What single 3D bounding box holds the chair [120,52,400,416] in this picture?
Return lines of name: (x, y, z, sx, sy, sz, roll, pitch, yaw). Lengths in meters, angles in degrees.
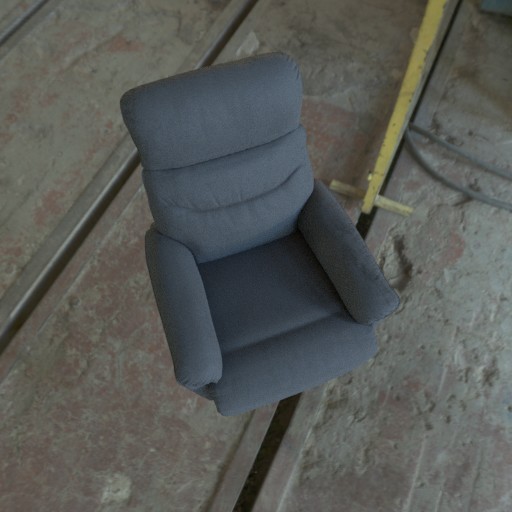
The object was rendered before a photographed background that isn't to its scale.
chair: (0.000, 0.000, 1.707, 0.820, 1.037, 1.004, -18, 65, -9)
